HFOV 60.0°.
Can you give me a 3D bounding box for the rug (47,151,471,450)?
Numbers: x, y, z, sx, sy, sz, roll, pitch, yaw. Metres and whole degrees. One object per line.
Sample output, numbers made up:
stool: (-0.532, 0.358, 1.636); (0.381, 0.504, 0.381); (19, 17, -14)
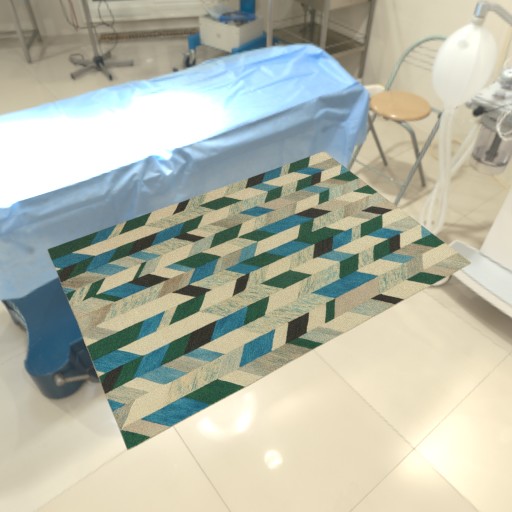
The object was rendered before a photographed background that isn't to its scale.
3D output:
rug: (0.000, 0.000, 2.294); (1.827, 0.005, 1.229); (-23, 50, -21)
